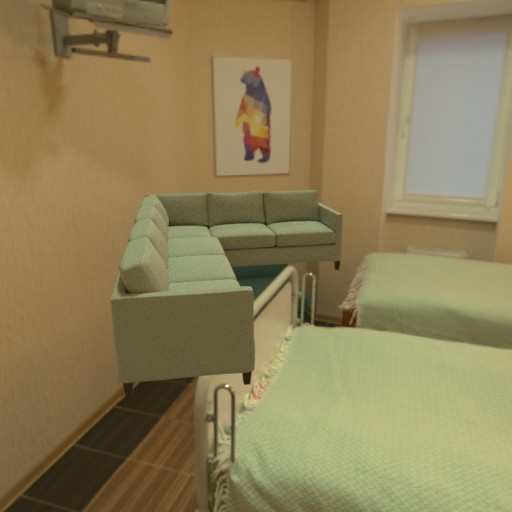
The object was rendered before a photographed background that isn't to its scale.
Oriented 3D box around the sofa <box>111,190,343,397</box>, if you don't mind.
[{"bbox_3d":[0.000,0.000,4.571,2.522,0.934,3.333,-3,16,-11],"label":"sofa"}]
